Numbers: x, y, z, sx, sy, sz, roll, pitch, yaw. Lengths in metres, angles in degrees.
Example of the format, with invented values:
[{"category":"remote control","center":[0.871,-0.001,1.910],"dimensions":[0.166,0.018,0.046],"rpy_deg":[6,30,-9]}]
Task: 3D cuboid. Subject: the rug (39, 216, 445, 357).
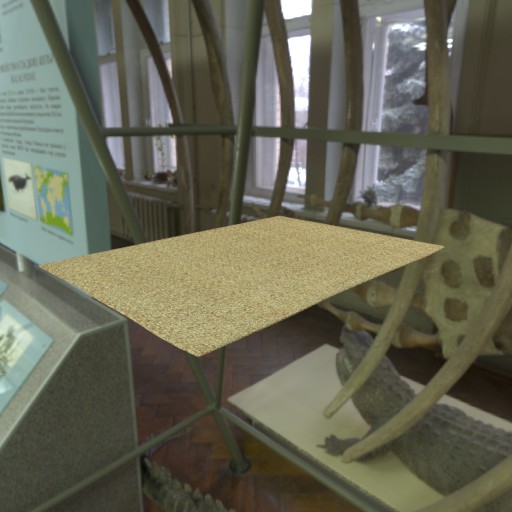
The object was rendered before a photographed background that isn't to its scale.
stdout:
[{"category":"rug","center":[0.000,0.000,2.839],"dimensions":[1.566,0.013,2.141],"rpy_deg":[16,23,42]}]
